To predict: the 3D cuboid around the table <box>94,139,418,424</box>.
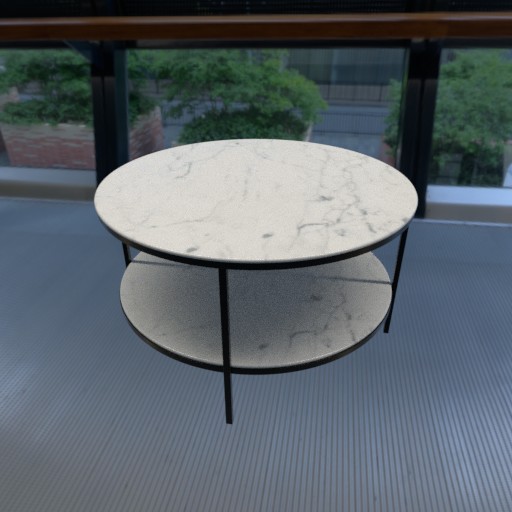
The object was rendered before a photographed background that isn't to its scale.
[{"bbox_3d":[0.000,0.000,1.260,0.800,0.450,0.800,0,30,0],"label":"table"}]
